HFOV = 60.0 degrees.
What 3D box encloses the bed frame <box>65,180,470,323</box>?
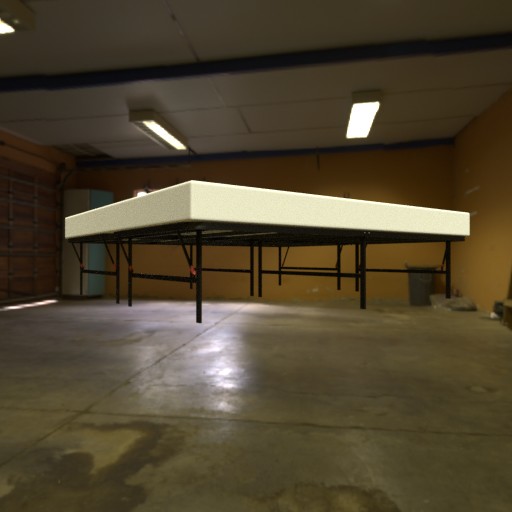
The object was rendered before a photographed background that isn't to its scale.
[{"bbox_3d":[0.000,0.000,3.053,2.032,0.559,1.930,0,0,-36],"label":"bed frame"}]
